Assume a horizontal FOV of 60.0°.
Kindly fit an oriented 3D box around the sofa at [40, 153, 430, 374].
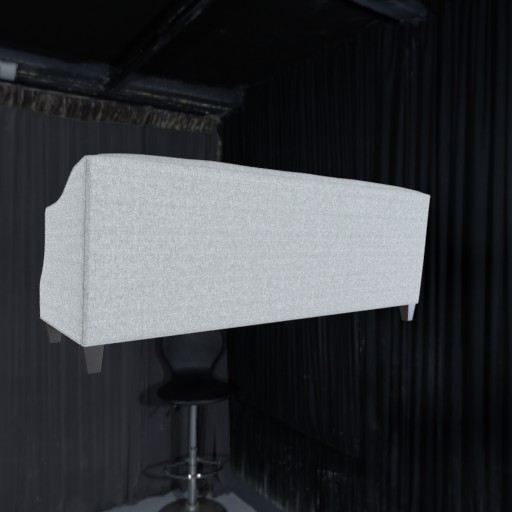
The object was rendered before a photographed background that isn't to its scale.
[{"bbox_3d":[0.000,0.000,2.673,2.235,0.901,0.914,-1,2,-36],"label":"sofa"}]
